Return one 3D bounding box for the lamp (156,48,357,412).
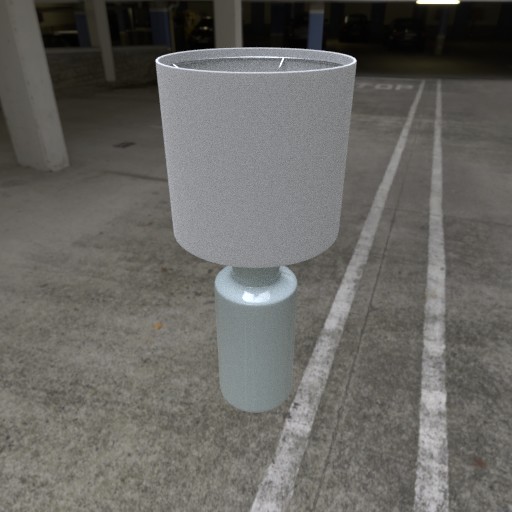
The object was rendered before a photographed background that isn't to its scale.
[{"bbox_3d":[0.000,0.000,0.600,0.212,0.493,0.212,11,32,17],"label":"lamp"}]
